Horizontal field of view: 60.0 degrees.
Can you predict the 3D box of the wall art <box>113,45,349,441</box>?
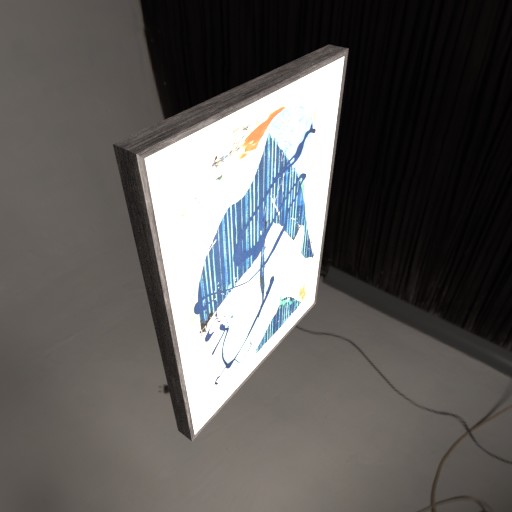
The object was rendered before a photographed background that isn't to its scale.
[{"bbox_3d":[0.000,0.000,1.335,0.063,1.016,0.762,26,47,27],"label":"wall art"}]
